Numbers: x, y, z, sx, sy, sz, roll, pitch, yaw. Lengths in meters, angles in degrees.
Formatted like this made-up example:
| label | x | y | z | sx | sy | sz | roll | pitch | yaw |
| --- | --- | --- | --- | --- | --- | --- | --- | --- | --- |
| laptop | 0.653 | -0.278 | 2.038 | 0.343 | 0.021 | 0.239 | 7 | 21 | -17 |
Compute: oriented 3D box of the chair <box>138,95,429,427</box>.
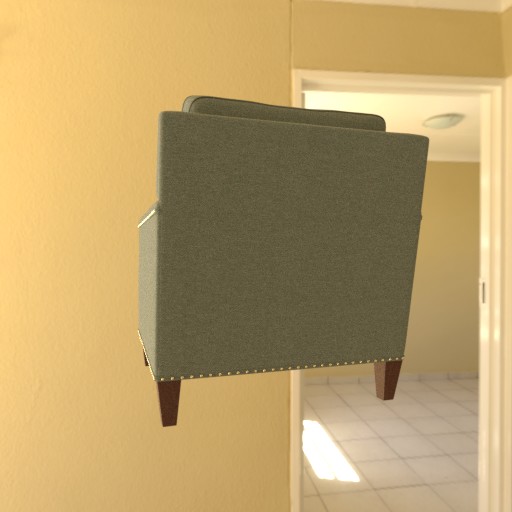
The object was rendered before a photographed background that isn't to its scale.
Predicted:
| label | x | y | z | sx | sy | sz | roll | pitch | yaw |
| --- | --- | --- | --- | --- | --- | --- | --- | --- | --- |
| chair | 0.000 | 0.000 | 1.793 | 0.885 | 1.031 | 1.031 | 0 | 1 | -18 |
